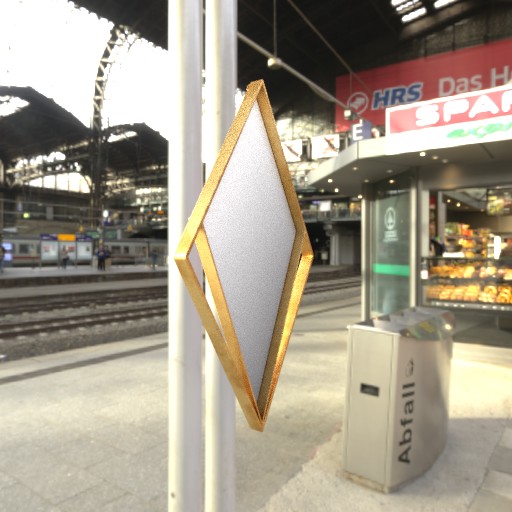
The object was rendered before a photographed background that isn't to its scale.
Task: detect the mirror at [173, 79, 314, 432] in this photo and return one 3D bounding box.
[{"bbox_3d":[0.000,0.000,0.861,0.032,0.679,0.419,0,0,35],"label":"mirror"}]
